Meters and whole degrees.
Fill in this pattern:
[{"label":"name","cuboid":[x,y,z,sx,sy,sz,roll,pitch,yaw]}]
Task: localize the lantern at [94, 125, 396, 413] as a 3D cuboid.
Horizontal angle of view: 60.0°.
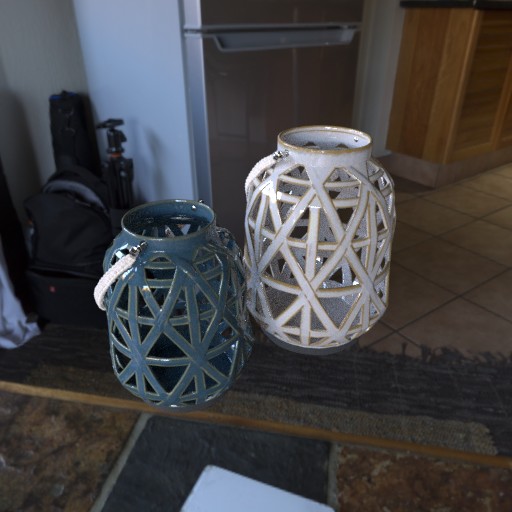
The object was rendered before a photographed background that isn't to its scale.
[{"label":"lantern","cuboid":[0.000,0.000,0.621,0.439,0.307,0.245,-18,35,-28]}]
